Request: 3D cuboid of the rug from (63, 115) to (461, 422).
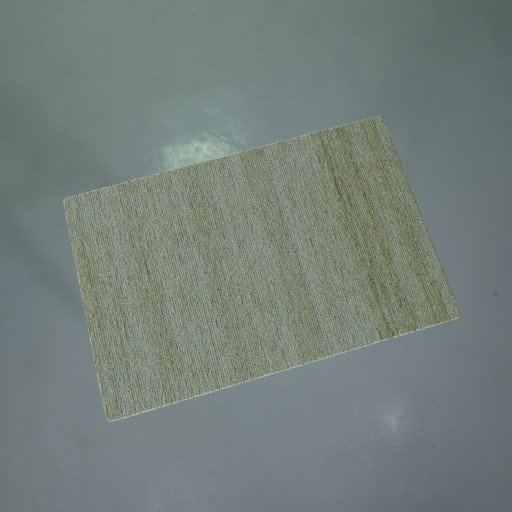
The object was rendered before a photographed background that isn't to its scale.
[{"bbox_3d":[0.000,0.000,2.226,1.758,0.010,1.143,-16,77,-4],"label":"rug"}]
